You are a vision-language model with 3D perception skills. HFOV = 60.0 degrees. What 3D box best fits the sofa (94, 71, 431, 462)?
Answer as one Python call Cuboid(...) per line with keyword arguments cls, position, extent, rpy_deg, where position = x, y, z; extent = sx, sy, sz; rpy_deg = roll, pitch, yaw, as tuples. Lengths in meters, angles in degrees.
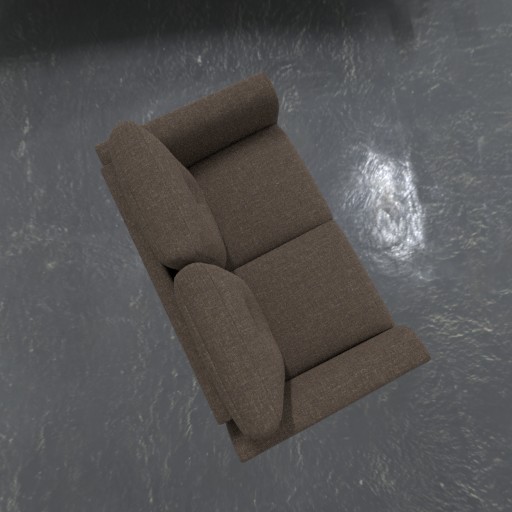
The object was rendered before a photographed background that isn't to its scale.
Cuboid(cls="sofa", position=(0.000, 0.000, 1.982), extent=(0.851, 0.885, 1.423), rpy_deg=(-26, 79, -6))
